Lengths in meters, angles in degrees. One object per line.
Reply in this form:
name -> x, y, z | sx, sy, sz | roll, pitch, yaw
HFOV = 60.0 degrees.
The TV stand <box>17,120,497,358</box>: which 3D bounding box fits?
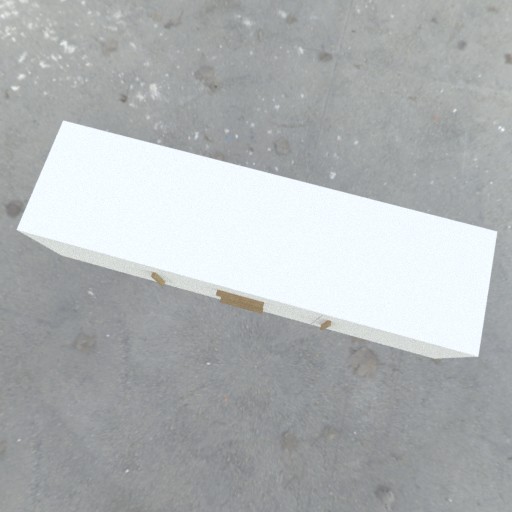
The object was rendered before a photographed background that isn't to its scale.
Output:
TV stand -> 0.000, 0.000, 1.605 | 1.398, 0.560, 0.401 | 15, 76, 4
